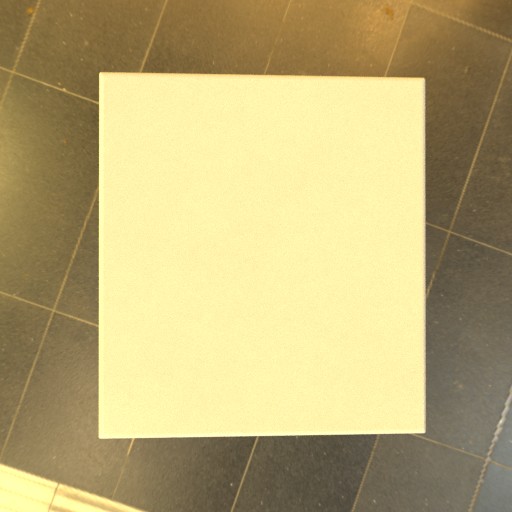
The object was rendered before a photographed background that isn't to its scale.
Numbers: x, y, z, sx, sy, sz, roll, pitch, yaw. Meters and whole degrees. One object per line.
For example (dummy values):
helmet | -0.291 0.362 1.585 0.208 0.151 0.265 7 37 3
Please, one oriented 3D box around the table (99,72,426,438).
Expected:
table | 0.000 0.000 0.877 0.442 0.565 0.488 0 90 -2
